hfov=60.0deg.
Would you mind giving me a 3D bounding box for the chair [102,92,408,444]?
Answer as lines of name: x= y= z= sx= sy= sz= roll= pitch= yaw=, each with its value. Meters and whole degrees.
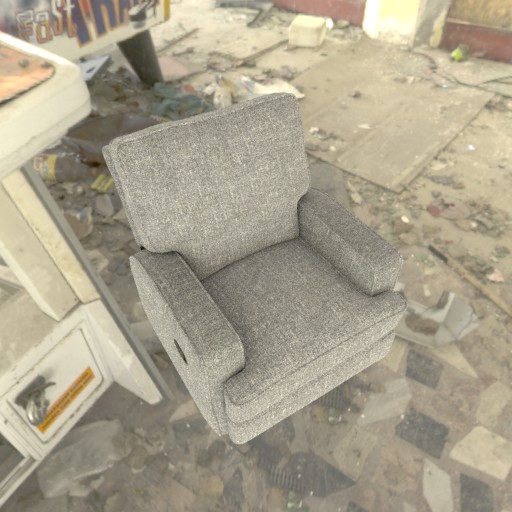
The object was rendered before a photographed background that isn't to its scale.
chair: x=0.000 y=0.000 z=1.731 sx=0.861 sy=0.962 sz=0.964 roll=-24 pitch=51 yaw=-22
